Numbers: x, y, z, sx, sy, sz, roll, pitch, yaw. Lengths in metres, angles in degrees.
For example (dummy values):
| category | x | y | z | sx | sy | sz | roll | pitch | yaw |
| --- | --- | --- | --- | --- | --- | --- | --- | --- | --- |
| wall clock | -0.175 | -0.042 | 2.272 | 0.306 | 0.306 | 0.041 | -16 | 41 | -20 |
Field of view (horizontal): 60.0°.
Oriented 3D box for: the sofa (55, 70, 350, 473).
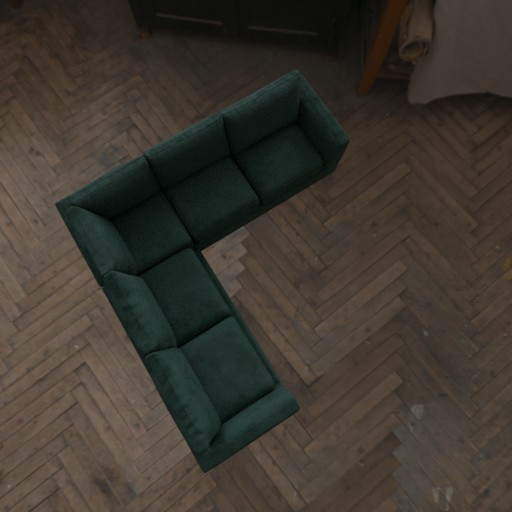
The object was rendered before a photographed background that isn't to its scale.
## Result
| category | x | y | z | sx | sy | sz | roll | pitch | yaw |
| --- | --- | --- | --- | --- | --- | --- | --- | --- | --- |
| sofa | 0.000 | 0.000 | 3.846 | 2.452 | 1.004 | 2.468 | -31 | 78 | -7 |
